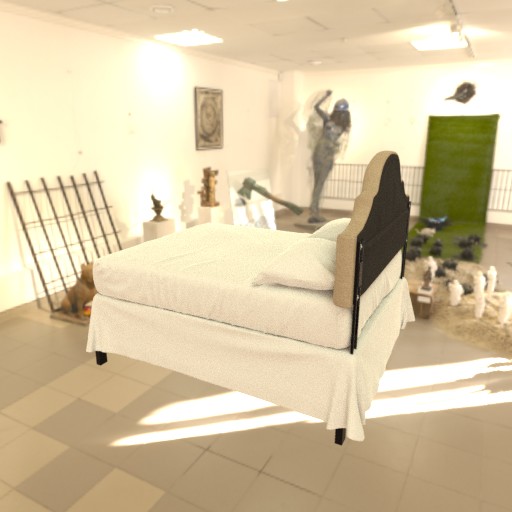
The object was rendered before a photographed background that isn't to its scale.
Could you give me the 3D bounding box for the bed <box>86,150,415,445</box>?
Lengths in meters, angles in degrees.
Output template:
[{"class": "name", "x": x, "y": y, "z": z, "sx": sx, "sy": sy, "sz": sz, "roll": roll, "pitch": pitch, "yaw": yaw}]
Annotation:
[{"class": "bed", "x": 0.000, "y": 0.000, "z": 3.441, "sx": 2.222, "sy": 1.634, "sz": 1.780, "roll": 8, "pitch": 18, "yaw": 27}]
